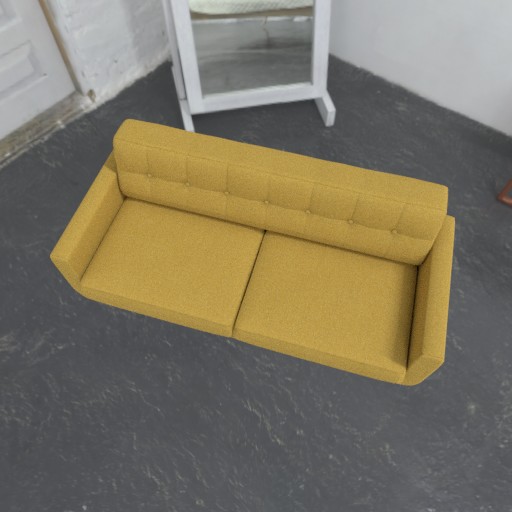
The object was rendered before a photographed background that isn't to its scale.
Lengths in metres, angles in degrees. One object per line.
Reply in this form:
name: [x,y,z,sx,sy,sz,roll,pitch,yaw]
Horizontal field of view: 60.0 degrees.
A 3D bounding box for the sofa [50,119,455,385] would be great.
sofa: [0.000,0.000,2.493,2.029,0.841,0.909,14,60,8]
